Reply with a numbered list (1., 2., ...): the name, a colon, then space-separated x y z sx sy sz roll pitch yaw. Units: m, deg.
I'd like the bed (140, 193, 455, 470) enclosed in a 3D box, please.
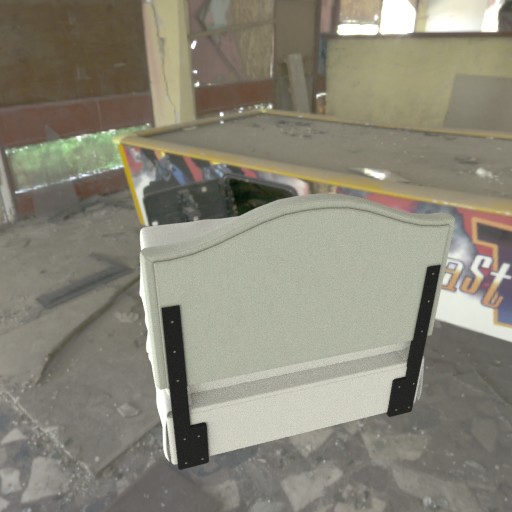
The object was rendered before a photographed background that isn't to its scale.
1. bed: 0.000 0.000 3.444 1.813 1.607 2.180 -7 27 -15
